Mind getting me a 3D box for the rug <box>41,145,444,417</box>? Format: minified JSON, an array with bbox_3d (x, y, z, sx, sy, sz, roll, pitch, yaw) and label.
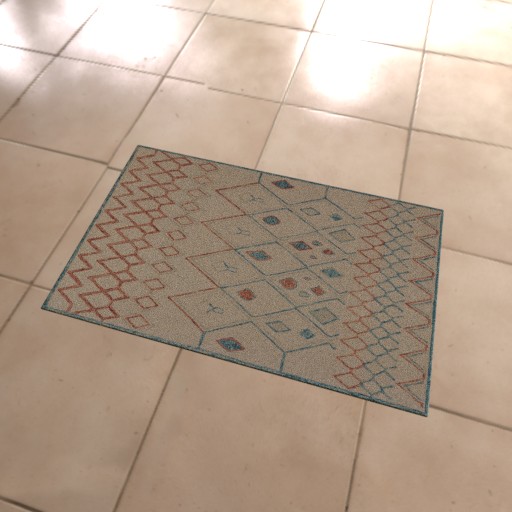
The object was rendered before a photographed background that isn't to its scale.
[{"bbox_3d":[0.000,0.000,3.049,2.438,0.015,1.524,14,59,8],"label":"rug"}]
